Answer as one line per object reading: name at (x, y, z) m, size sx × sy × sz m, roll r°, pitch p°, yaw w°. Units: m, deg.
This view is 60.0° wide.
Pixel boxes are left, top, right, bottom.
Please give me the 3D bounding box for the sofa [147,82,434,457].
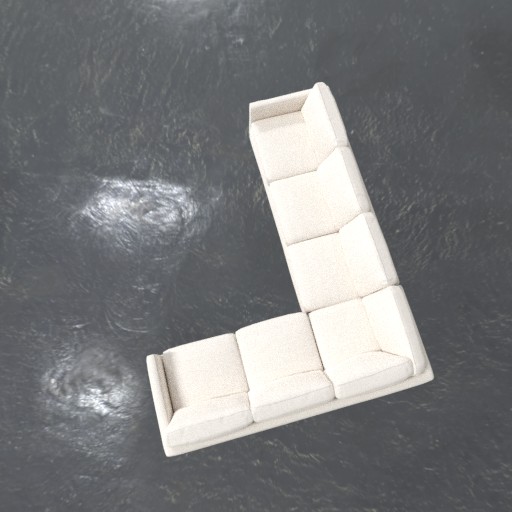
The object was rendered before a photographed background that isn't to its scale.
sofa at (0.000, 0.000, 4.641) m, size 2.593 × 0.947 × 3.302 m, roll -15°, pitch 76°, yaw -4°
